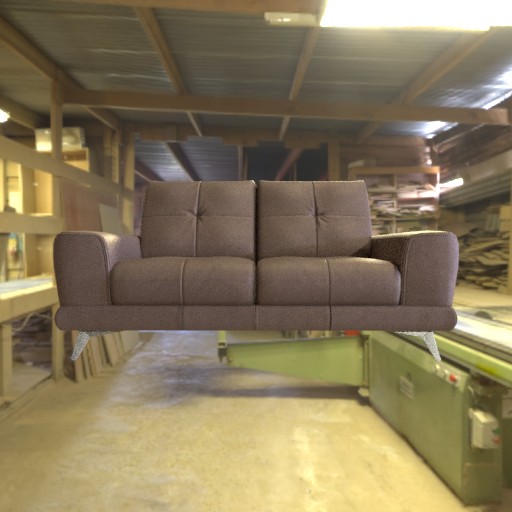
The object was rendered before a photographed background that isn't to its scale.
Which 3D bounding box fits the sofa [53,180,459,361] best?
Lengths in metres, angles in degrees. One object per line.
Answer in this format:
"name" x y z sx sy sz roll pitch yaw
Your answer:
"sofa" 0.000 0.000 2.406 1.806 0.907 1.018 0 1 0
